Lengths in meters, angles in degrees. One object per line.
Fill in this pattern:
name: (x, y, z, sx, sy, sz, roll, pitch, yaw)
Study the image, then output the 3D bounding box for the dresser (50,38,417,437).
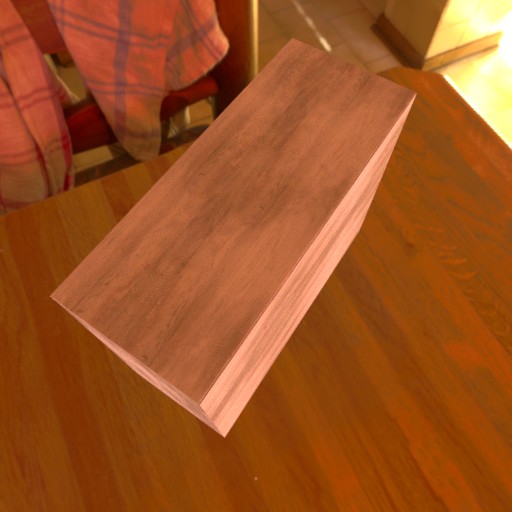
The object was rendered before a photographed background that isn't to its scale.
dresser: (0.000, 0.000, 1.453, 0.404, 0.816, 0.994, 31, 67, 14)
